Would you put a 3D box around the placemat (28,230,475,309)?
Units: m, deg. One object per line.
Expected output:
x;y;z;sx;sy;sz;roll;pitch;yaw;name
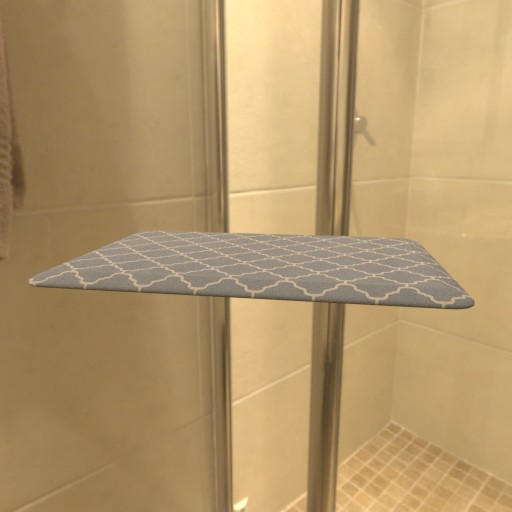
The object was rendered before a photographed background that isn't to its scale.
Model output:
0.000;0.000;0.958;0.762;0.021;0.508;2;13;9;placemat
